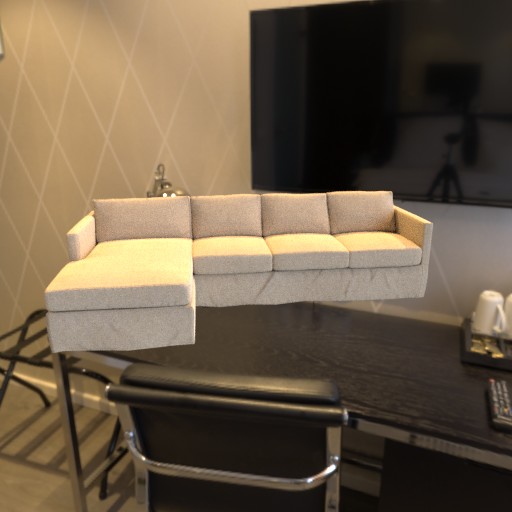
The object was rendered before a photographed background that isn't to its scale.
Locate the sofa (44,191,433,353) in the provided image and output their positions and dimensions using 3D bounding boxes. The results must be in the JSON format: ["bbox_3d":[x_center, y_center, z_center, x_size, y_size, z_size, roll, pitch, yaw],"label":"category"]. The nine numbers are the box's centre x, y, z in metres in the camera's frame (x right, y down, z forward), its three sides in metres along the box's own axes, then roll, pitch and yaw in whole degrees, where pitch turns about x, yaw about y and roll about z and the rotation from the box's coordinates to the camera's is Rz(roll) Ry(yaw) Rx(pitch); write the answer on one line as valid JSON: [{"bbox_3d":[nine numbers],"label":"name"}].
[{"bbox_3d":[0.000,0.000,3.960,3.205,0.922,1.650,-2,17,-7],"label":"sofa"}]
